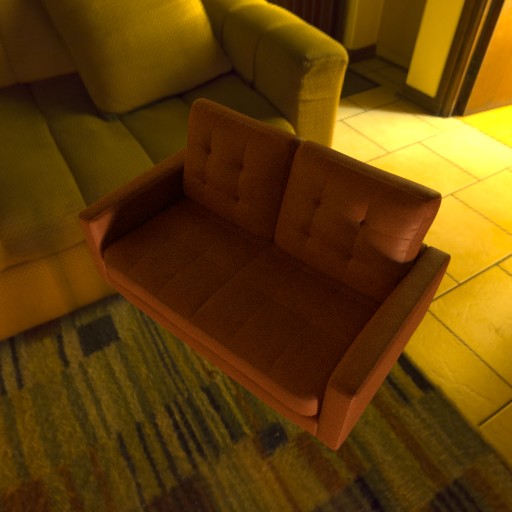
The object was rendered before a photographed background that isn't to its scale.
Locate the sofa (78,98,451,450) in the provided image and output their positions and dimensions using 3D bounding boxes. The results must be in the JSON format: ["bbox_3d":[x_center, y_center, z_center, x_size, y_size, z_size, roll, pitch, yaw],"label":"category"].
[{"bbox_3d":[0.000,0.000,1.974,1.430,0.898,0.868,30,53,26],"label":"sofa"}]
